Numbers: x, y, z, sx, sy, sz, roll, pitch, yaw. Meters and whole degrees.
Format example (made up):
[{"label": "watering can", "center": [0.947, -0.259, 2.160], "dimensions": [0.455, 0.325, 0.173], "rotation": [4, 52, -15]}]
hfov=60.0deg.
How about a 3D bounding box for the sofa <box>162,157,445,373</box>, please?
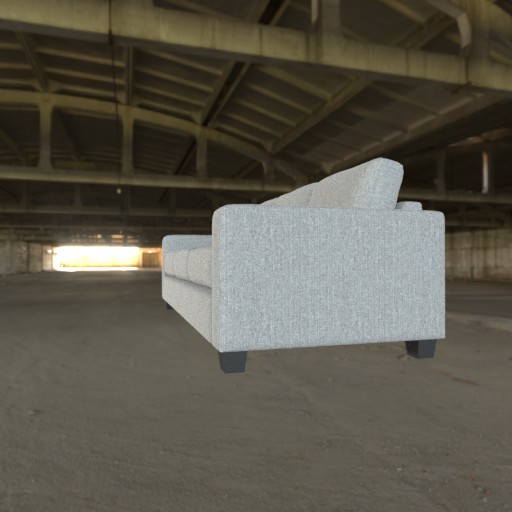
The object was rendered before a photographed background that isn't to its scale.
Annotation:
[{"label": "sofa", "center": [0.000, 0.000, 2.574], "dimensions": [0.900, 0.800, 2.120], "rotation": [0, 0, -17]}]
